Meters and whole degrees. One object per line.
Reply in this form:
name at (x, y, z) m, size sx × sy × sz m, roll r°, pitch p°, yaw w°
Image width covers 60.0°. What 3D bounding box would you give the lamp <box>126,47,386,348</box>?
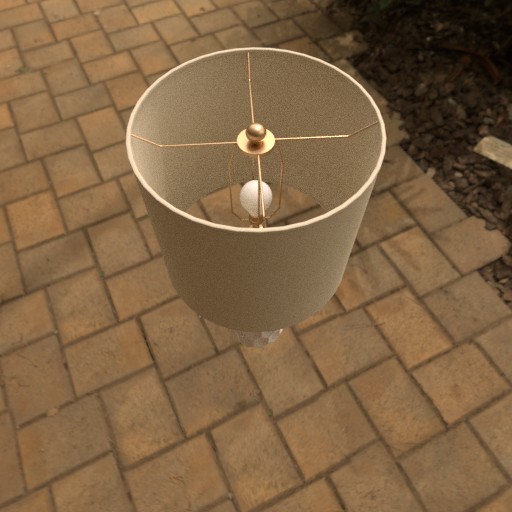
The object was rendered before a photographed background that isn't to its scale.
lamp at (0.000, 0.000, 0.704) m, size 0.277 × 0.537 × 0.277 m, roll 30°, pitch 63°, yaw 17°
